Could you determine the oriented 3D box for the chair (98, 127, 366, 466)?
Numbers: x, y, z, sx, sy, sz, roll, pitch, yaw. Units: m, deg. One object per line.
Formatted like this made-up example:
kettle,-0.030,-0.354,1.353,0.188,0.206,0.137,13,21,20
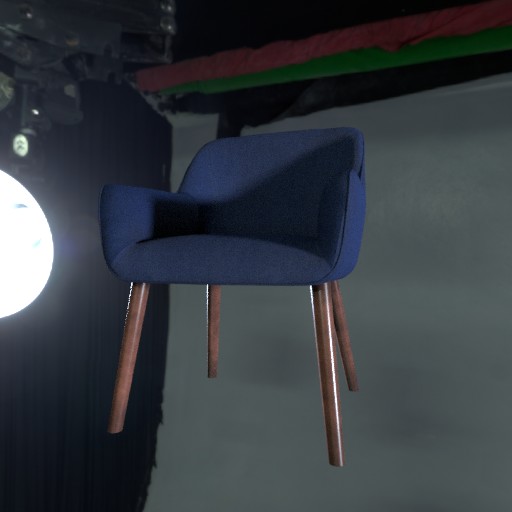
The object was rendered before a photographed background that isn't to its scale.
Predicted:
chair,0.000,0.000,1.214,0.600,0.820,0.600,0,0,19
